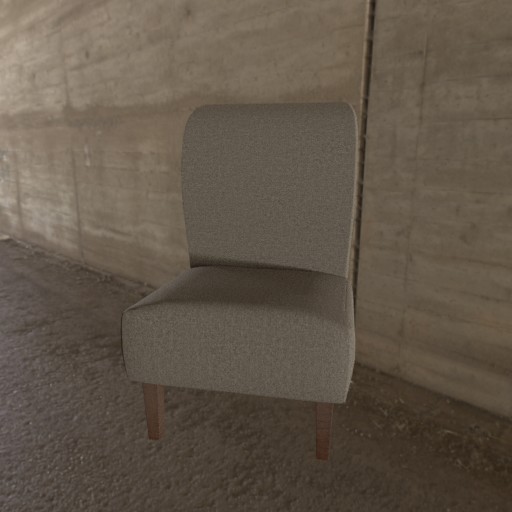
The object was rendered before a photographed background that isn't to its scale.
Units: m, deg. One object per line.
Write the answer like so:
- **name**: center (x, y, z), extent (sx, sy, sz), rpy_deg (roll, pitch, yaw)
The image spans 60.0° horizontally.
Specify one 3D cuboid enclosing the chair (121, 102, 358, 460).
- **chair**: center (0.000, 0.000, 1.156), extent (0.513, 0.804, 0.592), rpy_deg (2, 14, 10)
